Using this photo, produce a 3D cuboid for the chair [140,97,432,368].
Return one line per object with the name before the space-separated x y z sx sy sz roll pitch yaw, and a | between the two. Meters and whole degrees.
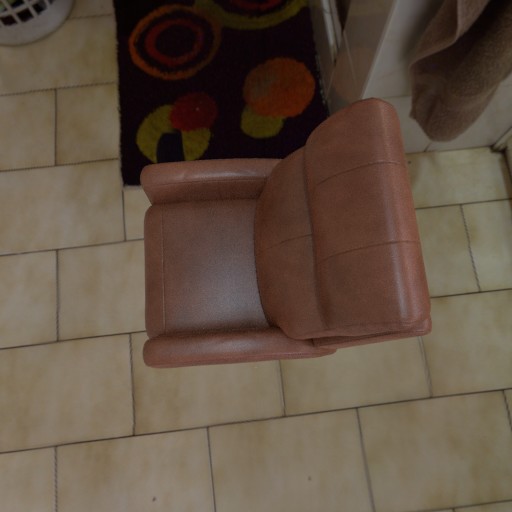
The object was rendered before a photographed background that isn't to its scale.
chair | 0.000 0.000 1.693 0.939 1.016 0.787 -4 76 -1
